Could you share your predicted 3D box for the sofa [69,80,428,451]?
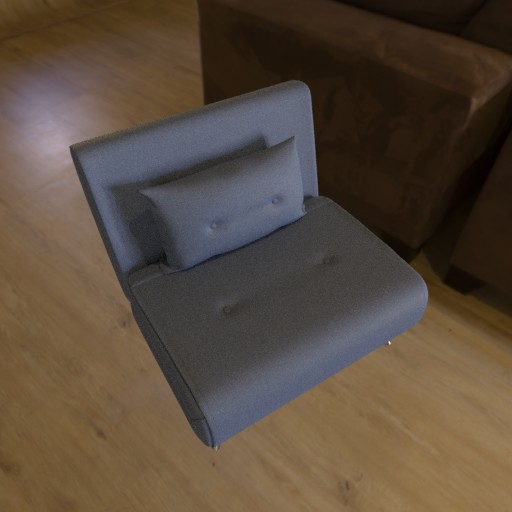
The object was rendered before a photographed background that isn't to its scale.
[{"bbox_3d":[0.000,0.000,1.751,0.999,0.860,0.996,-24,51,-21],"label":"sofa"}]
